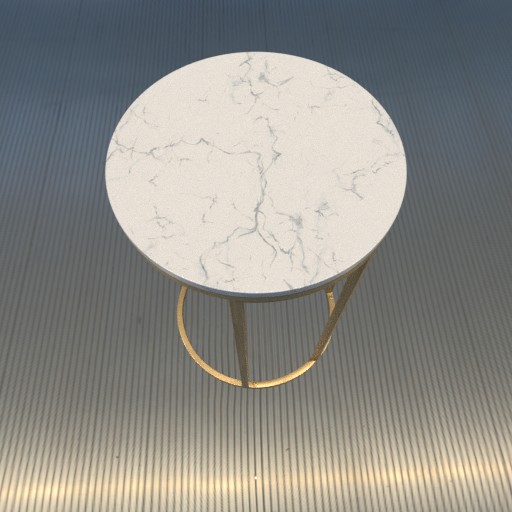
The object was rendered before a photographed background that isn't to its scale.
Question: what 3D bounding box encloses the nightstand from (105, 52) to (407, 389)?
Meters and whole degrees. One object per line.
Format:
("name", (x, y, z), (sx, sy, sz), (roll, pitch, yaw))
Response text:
("nightstand", (0.000, 0.000, 0.867), (0.400, 0.610, 0.400), (39, 70, 17))
